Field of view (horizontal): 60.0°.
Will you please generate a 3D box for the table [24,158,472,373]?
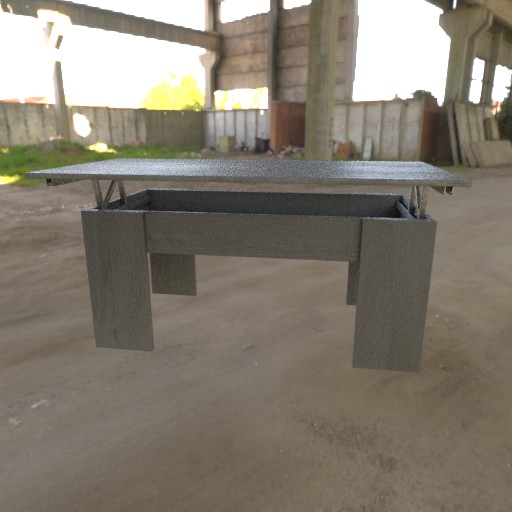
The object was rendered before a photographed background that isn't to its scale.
[{"bbox_3d":[0.000,0.000,1.390,1.000,0.570,0.711,3,17,9],"label":"table"}]
